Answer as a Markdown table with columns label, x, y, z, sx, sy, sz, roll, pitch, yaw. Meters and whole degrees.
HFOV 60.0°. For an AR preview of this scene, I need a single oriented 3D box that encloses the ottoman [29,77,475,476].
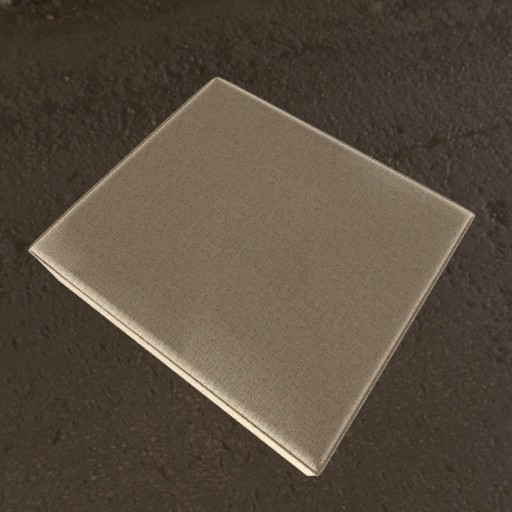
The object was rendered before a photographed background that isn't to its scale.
| label | x | y | z | sx | sy | sz | roll | pitch | yaw |
| --- | --- | --- | --- | --- | --- | --- | --- | --- | --- |
| ottoman | 0.000 | 0.000 | 1.211 | 0.835 | 0.303 | 0.736 | 33 | 68 | 15 |
